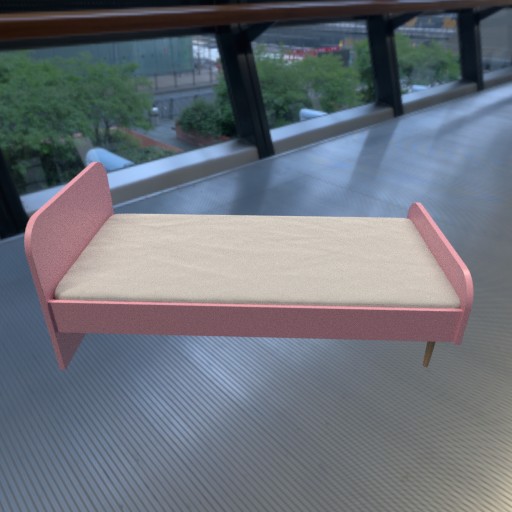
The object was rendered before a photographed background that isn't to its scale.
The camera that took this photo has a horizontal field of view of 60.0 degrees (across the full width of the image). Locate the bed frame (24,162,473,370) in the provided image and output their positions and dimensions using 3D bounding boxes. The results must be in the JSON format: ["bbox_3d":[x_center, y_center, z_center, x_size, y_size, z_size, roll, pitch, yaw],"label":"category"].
[{"bbox_3d":[0.000,0.000,2.460,1.963,0.805,0.998,1,30,2],"label":"bed frame"}]
